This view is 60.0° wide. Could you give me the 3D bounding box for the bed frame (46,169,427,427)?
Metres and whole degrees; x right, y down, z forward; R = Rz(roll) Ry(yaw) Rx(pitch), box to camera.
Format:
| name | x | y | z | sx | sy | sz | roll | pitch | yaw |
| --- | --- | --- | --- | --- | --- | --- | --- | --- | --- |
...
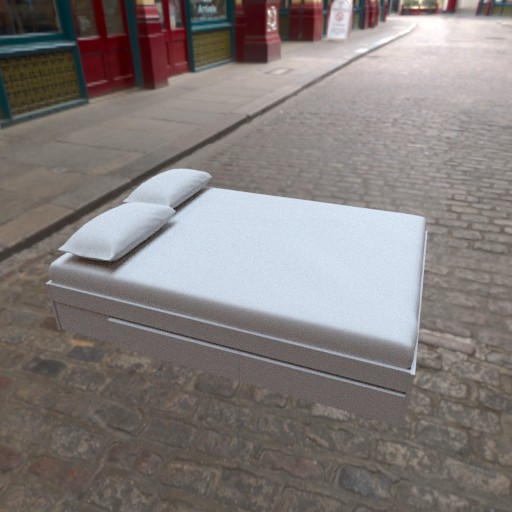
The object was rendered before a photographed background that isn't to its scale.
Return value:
| name | x | y | z | sx | sy | sz | roll | pitch | yaw |
| --- | --- | --- | --- | --- | --- | --- | --- | --- | --- |
| bed frame | 0.000 | 0.000 | 2.729 | 1.950 | 0.629 | 1.450 | 10 | 31 | 18 |
